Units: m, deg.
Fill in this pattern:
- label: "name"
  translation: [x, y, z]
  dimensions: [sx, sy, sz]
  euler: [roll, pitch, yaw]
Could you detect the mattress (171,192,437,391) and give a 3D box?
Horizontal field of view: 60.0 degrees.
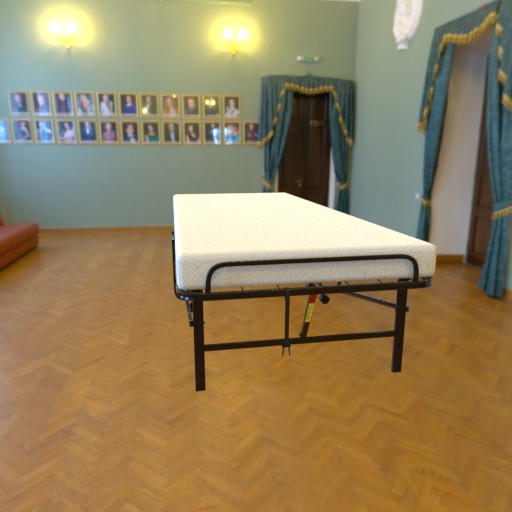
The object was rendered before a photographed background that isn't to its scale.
- label: "mattress"
  translation: [0.000, 0.000, 2.485]
  dimensions: [0.922, 0.519, 2.153]
  euler: [-2, 13, -10]
